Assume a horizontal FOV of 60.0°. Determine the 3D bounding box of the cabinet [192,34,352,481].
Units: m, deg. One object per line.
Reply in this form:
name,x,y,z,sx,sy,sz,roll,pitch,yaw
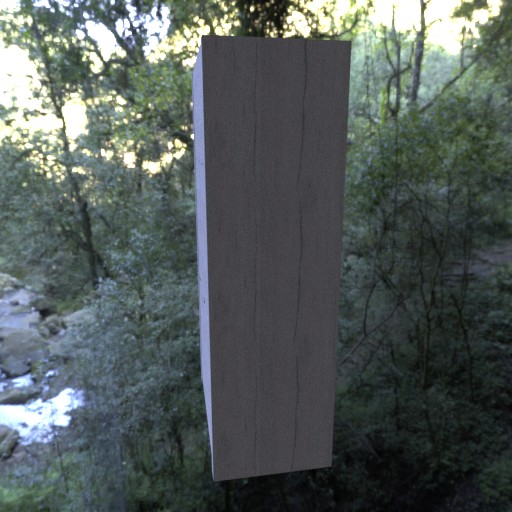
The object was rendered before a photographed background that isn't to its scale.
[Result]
cabinet,0.000,0.000,2.367,0.580,1.930,0.980,-2,14,-10
